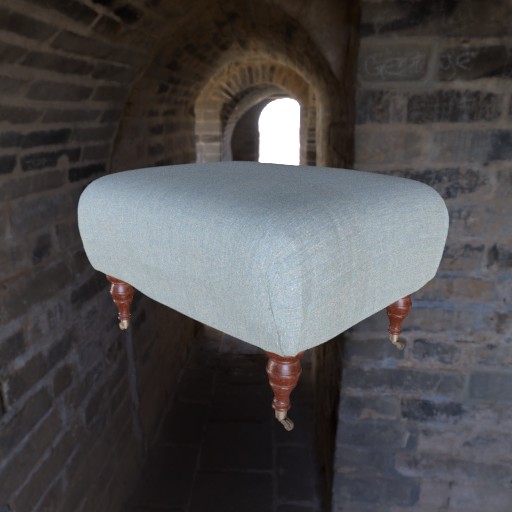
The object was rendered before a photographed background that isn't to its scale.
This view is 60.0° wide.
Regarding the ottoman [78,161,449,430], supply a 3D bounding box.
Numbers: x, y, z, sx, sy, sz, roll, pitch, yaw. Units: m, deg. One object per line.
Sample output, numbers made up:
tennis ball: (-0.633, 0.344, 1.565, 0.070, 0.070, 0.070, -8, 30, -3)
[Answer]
ottoman: (0.000, 0.000, 1.120, 0.747, 0.450, 0.622, 15, 22, 42)
